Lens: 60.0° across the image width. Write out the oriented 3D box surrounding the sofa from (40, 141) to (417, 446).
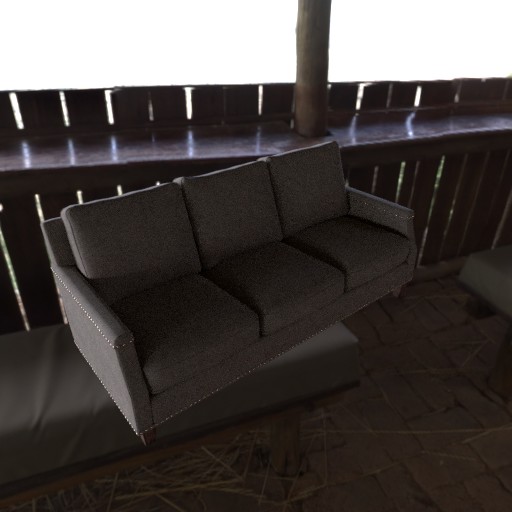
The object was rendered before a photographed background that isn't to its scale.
[{"bbox_3d":[0.000,0.000,2.846,2.226,1.042,1.034,-22,36,-33],"label":"sofa"}]
